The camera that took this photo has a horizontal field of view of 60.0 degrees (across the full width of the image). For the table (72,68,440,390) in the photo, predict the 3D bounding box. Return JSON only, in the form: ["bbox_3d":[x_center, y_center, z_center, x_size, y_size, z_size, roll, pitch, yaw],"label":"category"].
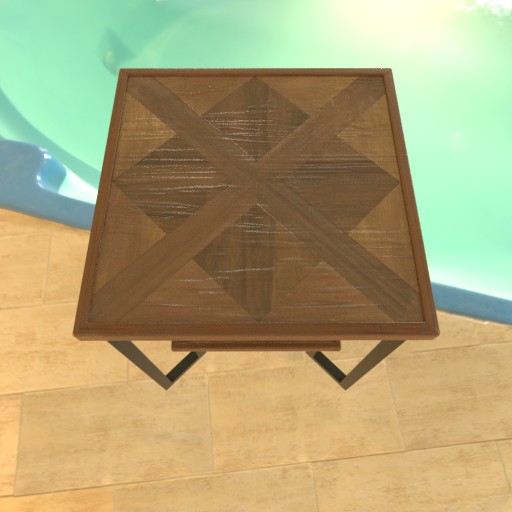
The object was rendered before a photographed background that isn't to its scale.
[{"bbox_3d":[0.000,0.000,0.964,0.503,0.563,0.503,0,65,0],"label":"table"}]
